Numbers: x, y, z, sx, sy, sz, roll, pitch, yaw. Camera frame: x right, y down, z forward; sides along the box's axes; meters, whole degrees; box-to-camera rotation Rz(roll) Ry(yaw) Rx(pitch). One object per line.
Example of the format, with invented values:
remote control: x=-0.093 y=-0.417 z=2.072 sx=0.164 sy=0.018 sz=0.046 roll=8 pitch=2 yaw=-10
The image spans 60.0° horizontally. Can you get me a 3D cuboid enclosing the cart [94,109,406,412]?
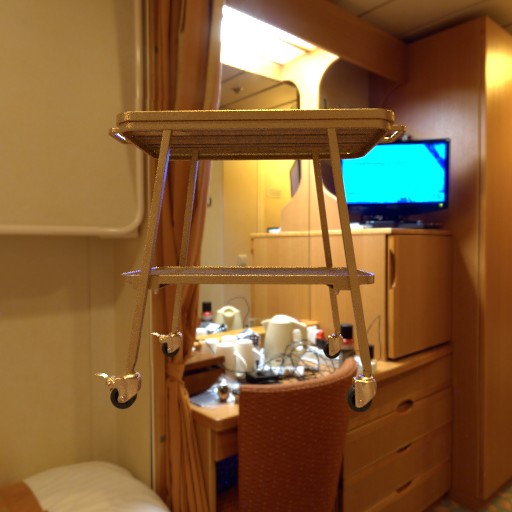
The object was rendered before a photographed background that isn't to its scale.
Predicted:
cart: x=0.000 y=0.000 z=1.260 sx=0.806 sy=0.700 sz=0.524 roll=0 pitch=1 yaw=2
